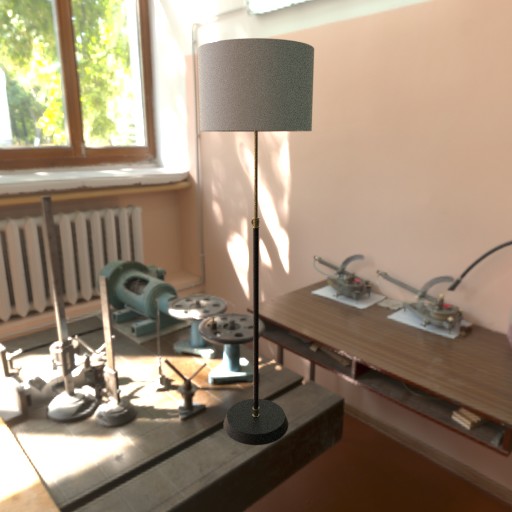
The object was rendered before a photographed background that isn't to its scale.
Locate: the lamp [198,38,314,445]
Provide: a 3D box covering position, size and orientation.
[{"bbox_3d":[0.000,0.000,1.740,0.404,1.517,0.404,-2,15,-8],"label":"lamp"}]
